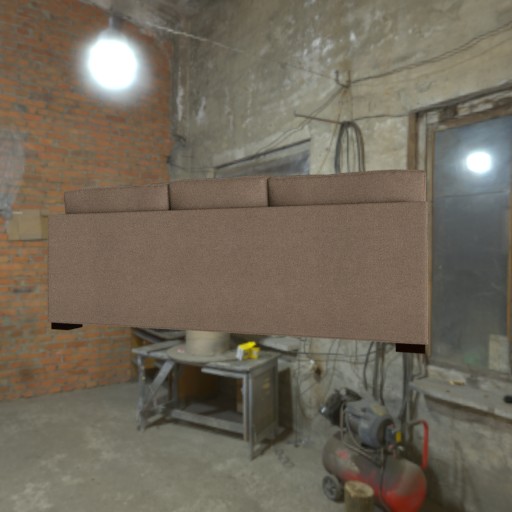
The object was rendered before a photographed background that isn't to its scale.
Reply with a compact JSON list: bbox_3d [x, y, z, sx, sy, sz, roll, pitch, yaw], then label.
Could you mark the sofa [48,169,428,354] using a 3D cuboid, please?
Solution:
[{"bbox_3d":[0.000,0.000,2.967,2.087,0.861,1.496,0,0,18],"label":"sofa"}]
